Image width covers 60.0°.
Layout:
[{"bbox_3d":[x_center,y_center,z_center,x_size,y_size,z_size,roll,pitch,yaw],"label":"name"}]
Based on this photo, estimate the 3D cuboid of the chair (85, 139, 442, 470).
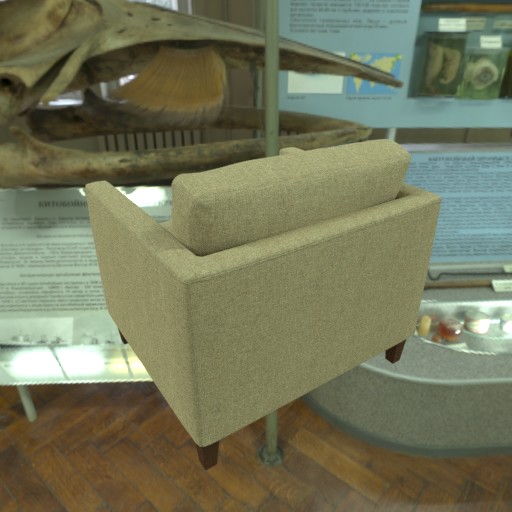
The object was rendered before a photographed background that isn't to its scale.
[{"bbox_3d":[0.000,0.000,1.864,1.107,0.987,0.959,-18,33,-30],"label":"chair"}]
